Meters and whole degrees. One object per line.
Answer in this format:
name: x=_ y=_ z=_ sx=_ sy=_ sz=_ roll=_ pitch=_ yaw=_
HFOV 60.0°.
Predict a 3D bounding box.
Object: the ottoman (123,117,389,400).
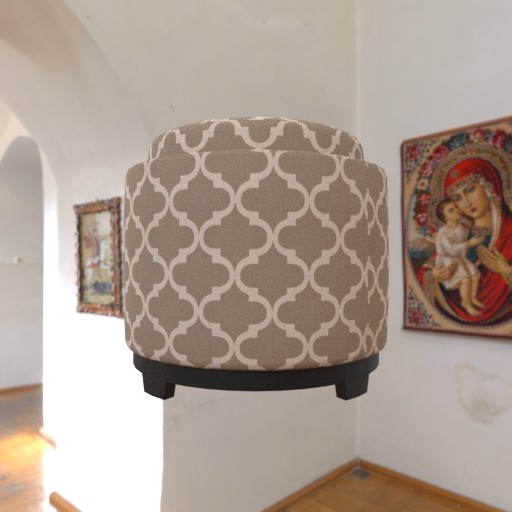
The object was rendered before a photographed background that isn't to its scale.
ottoman: x=0.000 y=0.000 z=0.835 sx=0.480 sy=0.429 sz=0.480 roll=0 pitch=0 yaw=0
